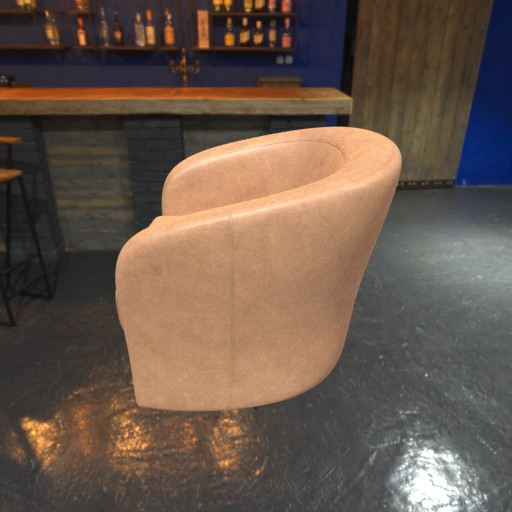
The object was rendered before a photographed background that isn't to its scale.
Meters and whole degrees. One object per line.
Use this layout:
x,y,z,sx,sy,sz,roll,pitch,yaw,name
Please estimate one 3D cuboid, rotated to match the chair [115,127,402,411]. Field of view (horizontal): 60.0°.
0.000,0.000,1.463,0.815,0.771,0.791,0,27,0,chair
